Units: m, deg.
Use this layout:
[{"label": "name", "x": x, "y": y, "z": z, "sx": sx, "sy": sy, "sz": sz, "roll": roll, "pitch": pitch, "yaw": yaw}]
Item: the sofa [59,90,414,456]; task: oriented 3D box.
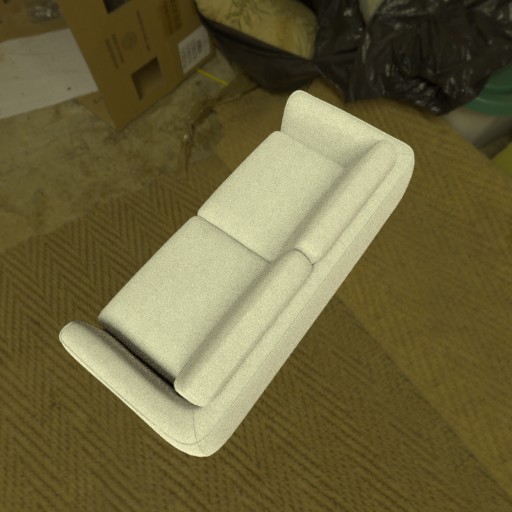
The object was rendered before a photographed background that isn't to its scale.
[{"label": "sofa", "x": 0.000, "y": 0.000, "z": 2.448, "sx": 0.920, "sy": 0.850, "sz": 2.000, "roll": 34, "pitch": 68, "yaw": 16}]
